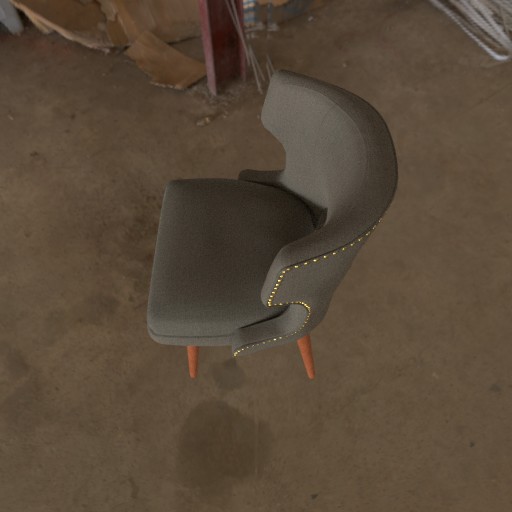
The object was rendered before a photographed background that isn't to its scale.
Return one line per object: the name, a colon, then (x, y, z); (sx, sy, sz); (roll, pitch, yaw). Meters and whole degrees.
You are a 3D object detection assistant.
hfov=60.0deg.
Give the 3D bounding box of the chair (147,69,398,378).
chair: (0.000, 0.000, 1.279); (0.581, 0.863, 0.595); (0, 59, 0)
